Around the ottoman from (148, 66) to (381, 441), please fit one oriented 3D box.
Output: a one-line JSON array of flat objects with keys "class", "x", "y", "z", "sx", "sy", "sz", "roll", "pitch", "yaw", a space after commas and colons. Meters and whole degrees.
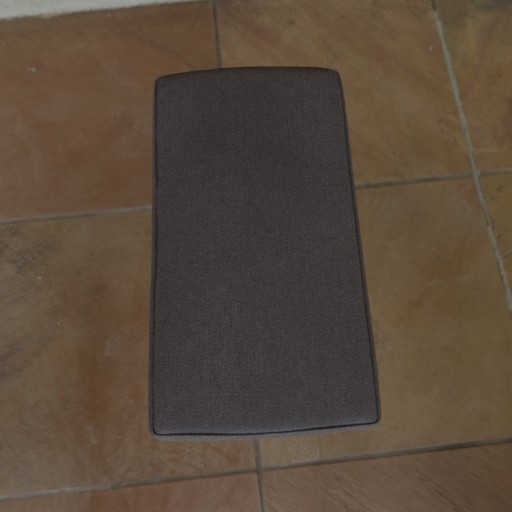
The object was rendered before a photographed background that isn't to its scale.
[{"class": "ottoman", "x": 0.000, "y": 0.000, "z": 1.160, "sx": 0.490, "sy": 0.448, "sz": 0.864, "roll": -3, "pitch": 74, "yaw": -1}]
